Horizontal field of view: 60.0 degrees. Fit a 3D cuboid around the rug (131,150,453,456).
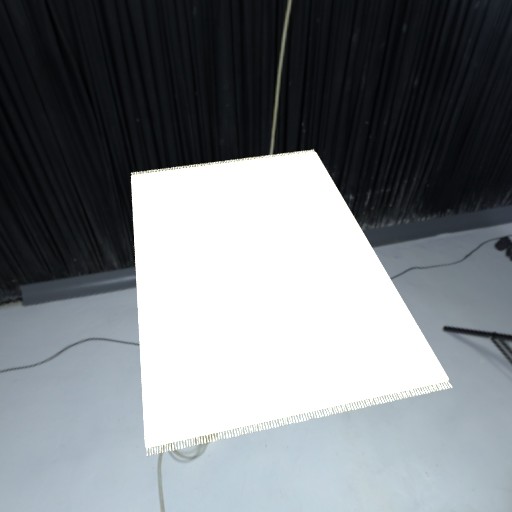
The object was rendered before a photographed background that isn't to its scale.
[{"bbox_3d":[0.000,0.000,2.858,1.514,0.011,2.233,-9,46,-9],"label":"rug"}]
